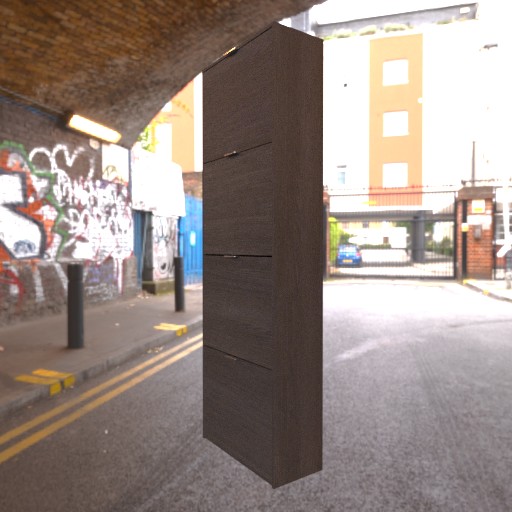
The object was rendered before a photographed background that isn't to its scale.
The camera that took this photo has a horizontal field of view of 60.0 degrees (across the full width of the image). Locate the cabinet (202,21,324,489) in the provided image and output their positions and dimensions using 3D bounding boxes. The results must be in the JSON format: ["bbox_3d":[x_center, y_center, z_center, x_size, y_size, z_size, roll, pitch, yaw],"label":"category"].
[{"bbox_3d":[0.000,0.000,1.816,0.255,1.630,0.520,-1,1,-35],"label":"cabinet"}]
